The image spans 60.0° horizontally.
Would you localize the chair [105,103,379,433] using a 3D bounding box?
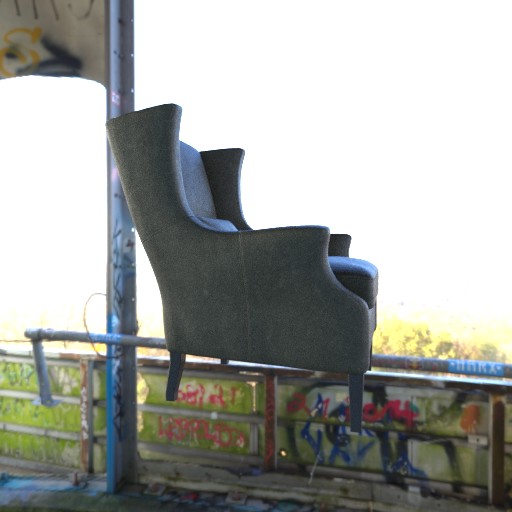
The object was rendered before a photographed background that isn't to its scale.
[{"bbox_3d":[0.000,0.000,1.752,0.926,1.016,0.853,0,1,17],"label":"chair"}]
